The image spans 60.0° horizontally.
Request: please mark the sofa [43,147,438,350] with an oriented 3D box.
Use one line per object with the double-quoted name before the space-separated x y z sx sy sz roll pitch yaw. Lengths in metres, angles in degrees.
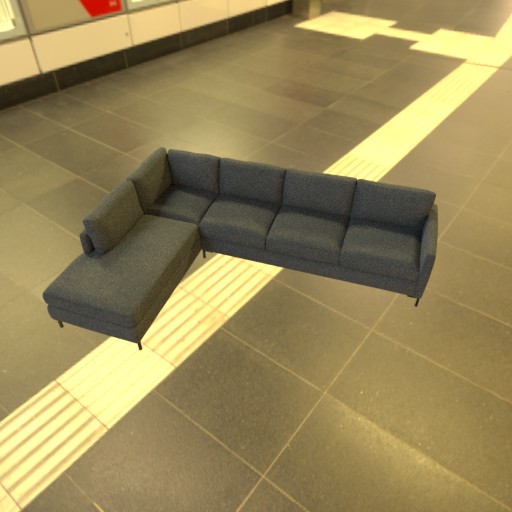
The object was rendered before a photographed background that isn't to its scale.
"sofa" 0.000 0.000 3.858 2.949 0.815 2.007 12 42 14
